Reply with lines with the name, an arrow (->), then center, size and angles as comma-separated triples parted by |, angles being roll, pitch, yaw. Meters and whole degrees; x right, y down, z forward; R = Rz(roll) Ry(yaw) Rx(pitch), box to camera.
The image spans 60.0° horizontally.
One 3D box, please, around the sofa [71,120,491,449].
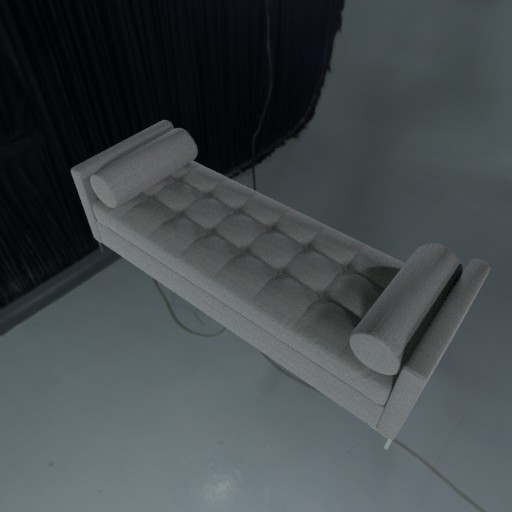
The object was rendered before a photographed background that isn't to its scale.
sofa -> 0.000, 0.000, 2.303 | 1.981, 0.635, 0.686 | 30, 52, 26
